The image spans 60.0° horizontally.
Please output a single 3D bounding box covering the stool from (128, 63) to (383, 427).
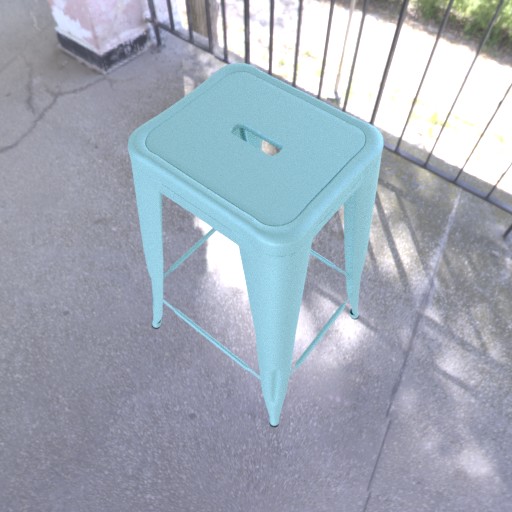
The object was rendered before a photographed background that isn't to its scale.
[{"bbox_3d":[0.000,0.000,0.868,0.399,0.609,0.359,34,63,20],"label":"stool"}]
